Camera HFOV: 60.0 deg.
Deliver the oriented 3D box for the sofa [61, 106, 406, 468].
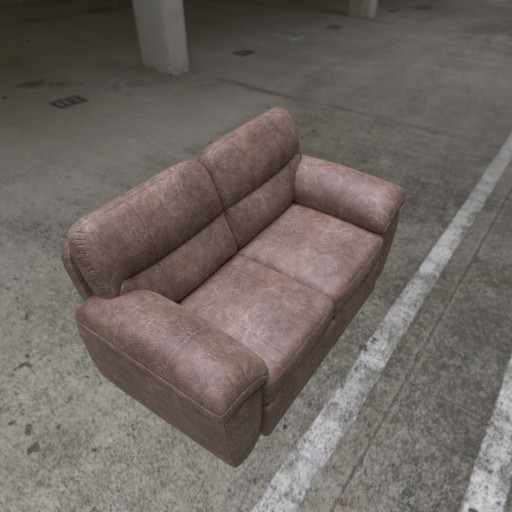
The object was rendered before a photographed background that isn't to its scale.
[{"bbox_3d":[0.000,0.000,2.338,0.991,0.991,1.753,25,46,26],"label":"sofa"}]
